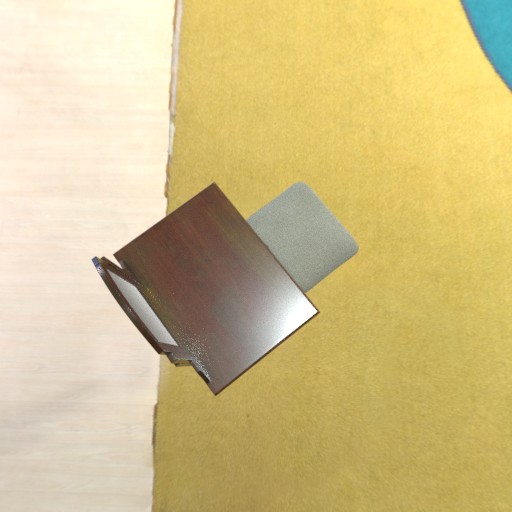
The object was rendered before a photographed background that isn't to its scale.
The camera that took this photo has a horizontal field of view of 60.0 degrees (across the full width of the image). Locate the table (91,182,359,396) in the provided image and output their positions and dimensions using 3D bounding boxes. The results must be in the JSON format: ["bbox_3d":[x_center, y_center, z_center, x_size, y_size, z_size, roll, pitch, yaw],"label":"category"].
[{"bbox_3d":[0.000,0.000,2.345,1.211,1.631,0.876,-37,79,-8],"label":"table"}]
